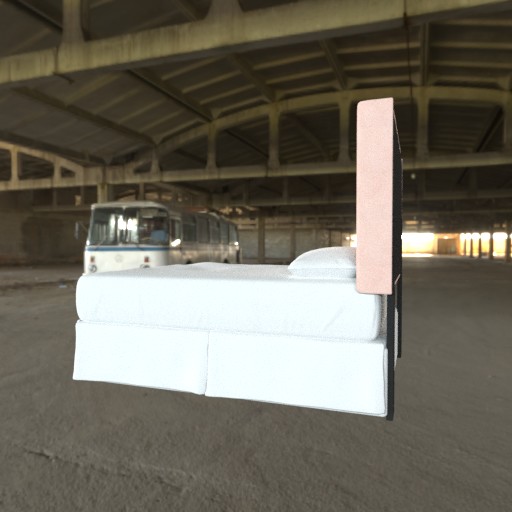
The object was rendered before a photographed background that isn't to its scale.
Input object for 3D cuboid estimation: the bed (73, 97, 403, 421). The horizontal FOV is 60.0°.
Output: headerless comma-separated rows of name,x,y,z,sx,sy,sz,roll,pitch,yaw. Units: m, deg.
bed,0.000,0.000,3.359,2.066,1.665,1.719,0,1,20
